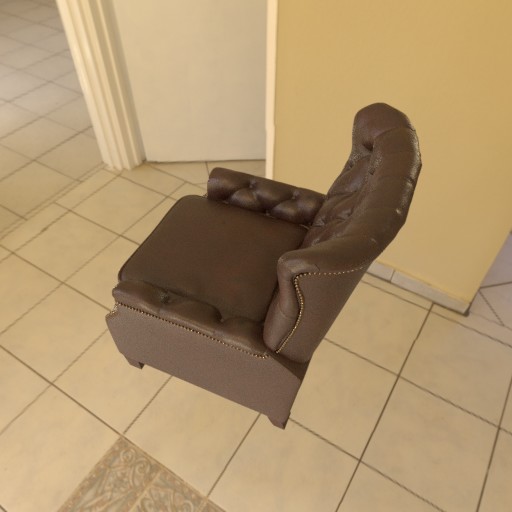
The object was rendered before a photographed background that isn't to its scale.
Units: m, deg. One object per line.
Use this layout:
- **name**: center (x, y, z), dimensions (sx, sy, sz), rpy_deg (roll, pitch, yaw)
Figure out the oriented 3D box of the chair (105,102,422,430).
- **chair**: center (0.000, 0.000, 1.455), dimensions (0.823, 0.864, 0.709), rpy_deg (17, 49, 16)
